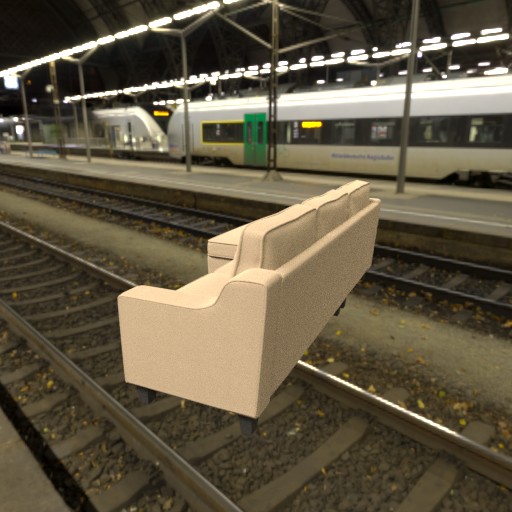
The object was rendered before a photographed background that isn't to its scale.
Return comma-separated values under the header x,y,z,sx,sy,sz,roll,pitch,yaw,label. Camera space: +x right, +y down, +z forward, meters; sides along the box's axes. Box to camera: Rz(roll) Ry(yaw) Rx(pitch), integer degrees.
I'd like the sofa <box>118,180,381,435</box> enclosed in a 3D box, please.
x,y,z,sx,sy,sz,roll,pitch,yaw,label
0.000,0.000,3.153,1.294,0.928,2.561,7,17,24,sofa
